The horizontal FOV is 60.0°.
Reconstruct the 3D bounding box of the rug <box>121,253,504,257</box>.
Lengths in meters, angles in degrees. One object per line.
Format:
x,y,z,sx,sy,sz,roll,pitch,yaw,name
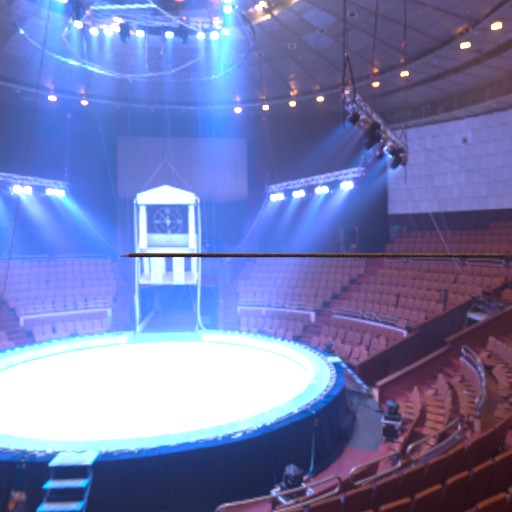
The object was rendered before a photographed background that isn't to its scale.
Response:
0.000,0.000,2.682,1.543,0.015,2.144,0,0,-18,rug
